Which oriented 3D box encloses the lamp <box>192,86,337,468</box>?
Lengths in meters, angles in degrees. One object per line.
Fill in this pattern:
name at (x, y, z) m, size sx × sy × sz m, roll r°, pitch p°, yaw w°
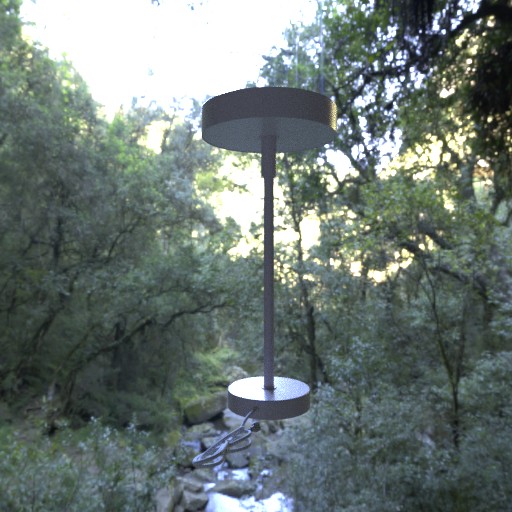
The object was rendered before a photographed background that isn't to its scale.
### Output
lamp at (0.000, 0.000, 0.688) m, size 0.229 × 0.508 × 0.369 m, roll 0°, pitch 0°, yaw 18°
